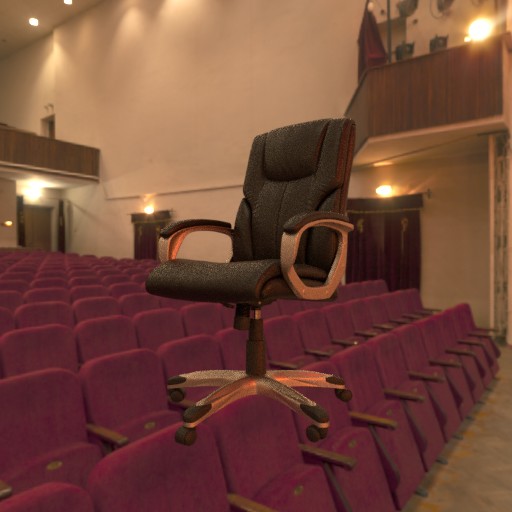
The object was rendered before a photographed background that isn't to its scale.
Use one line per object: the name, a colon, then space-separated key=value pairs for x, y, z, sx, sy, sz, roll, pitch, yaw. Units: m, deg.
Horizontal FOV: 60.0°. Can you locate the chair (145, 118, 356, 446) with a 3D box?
chair: x=0.000 y=0.000 z=1.642 sx=0.700 sy=1.145 sz=0.780 roll=0 pitch=0 yaw=36
